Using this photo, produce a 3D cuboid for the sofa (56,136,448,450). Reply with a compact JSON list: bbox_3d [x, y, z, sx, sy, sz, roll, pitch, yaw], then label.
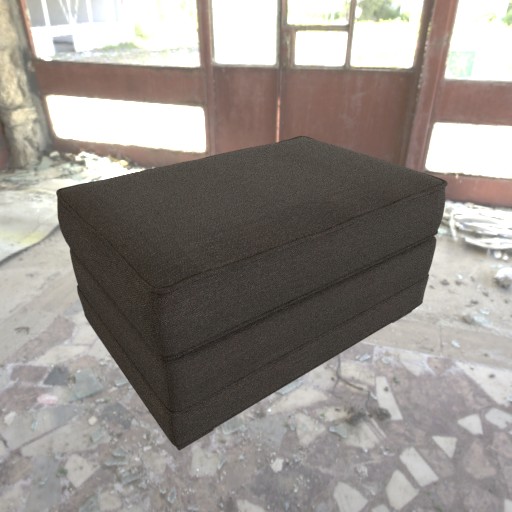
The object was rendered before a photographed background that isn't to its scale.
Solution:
[{"bbox_3d":[0.000,0.000,1.209,0.854,0.457,0.578,-21,36,-32],"label":"sofa"}]
